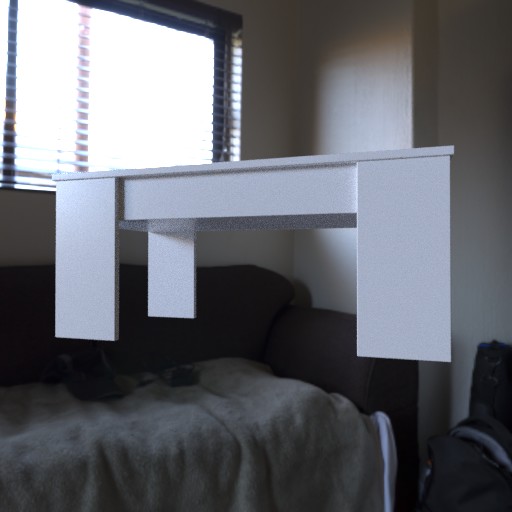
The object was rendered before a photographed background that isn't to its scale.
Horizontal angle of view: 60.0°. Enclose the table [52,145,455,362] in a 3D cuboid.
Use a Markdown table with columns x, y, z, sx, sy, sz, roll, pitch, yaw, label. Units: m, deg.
| x | y | z | sx | sy | sz | roll | pitch | yaw | label |
| --- | --- | --- | --- | --- | --- | --- | --- | --- | --- |
| 0.000 | 0.000 | 1.283 | 1.000 | 0.440 | 0.500 | 0 | -1 | 17 | table |
